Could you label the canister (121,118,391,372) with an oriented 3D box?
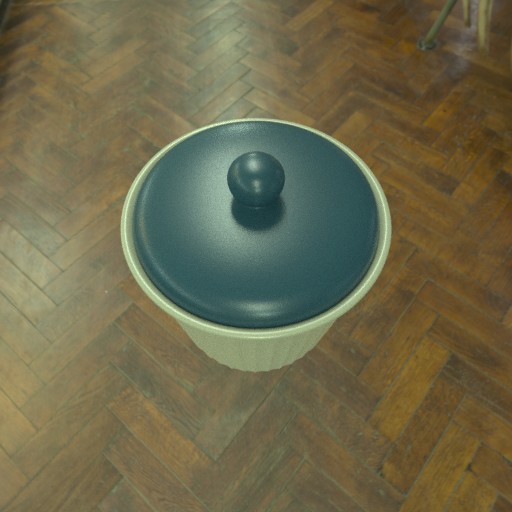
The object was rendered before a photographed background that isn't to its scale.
[{"bbox_3d":[0.000,0.000,0.349,0.181,0.211,0.181,0,59,0],"label":"canister"}]
